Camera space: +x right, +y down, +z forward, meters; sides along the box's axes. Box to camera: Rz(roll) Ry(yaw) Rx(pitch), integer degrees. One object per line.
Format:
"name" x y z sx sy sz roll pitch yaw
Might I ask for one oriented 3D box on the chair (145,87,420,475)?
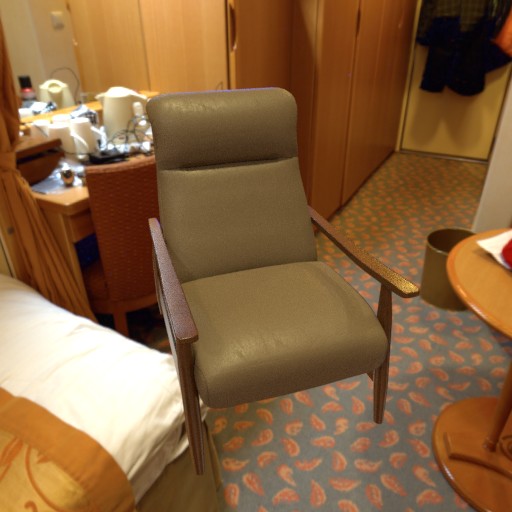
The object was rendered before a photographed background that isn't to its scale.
"chair" 0.000 0.000 1.734 0.762 1.082 1.014 -9 31 -15
